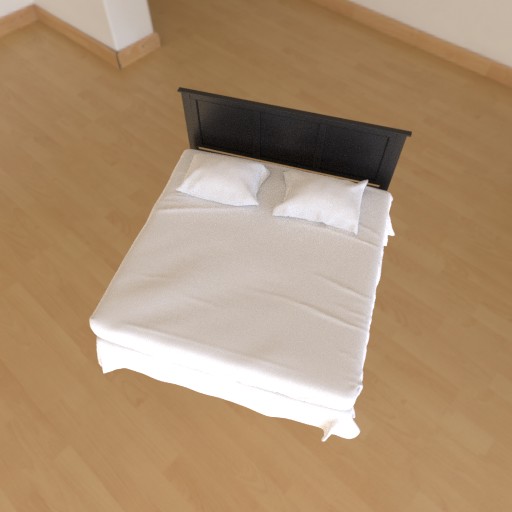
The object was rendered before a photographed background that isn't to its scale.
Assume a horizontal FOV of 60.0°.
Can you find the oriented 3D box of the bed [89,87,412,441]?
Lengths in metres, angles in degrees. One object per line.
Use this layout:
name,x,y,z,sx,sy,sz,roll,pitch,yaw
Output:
bed,0.000,0.000,3.636,2.315,1.271,2.219,14,57,9
